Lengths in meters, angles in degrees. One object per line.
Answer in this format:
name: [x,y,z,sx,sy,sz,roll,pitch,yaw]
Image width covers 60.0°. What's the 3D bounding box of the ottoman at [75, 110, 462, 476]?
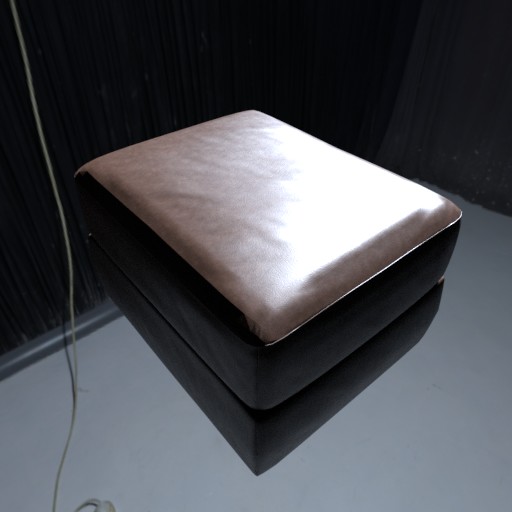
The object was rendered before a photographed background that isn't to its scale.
ottoman: [0.000,0.000,1.118,0.603,0.476,0.751,-28,47,-30]
